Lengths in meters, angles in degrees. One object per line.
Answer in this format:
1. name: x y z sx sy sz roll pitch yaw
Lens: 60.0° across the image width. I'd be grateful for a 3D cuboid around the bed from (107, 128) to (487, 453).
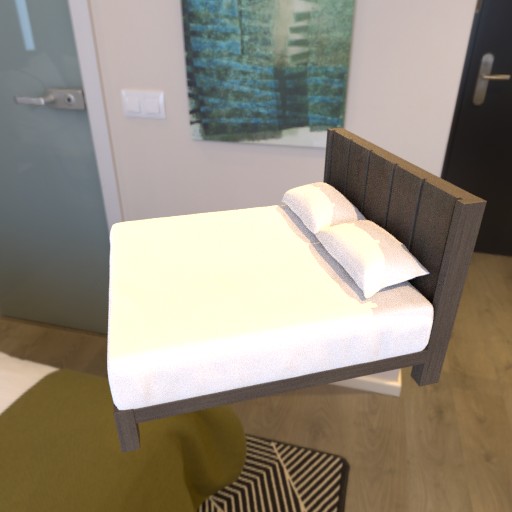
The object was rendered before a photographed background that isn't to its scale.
1. bed: 0.000 0.000 3.076 1.992 1.261 1.735 -7 30 -13
